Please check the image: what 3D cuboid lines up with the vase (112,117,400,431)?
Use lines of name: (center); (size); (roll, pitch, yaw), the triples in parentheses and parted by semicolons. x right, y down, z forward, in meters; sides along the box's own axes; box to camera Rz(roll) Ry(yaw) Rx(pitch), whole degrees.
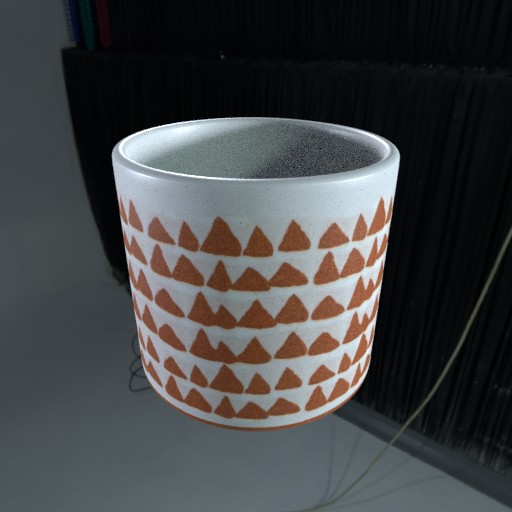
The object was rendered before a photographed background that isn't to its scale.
vase: (0.000, 0.000, 0.246); (0.137, 0.127, 0.137); (0, 27, 0)
